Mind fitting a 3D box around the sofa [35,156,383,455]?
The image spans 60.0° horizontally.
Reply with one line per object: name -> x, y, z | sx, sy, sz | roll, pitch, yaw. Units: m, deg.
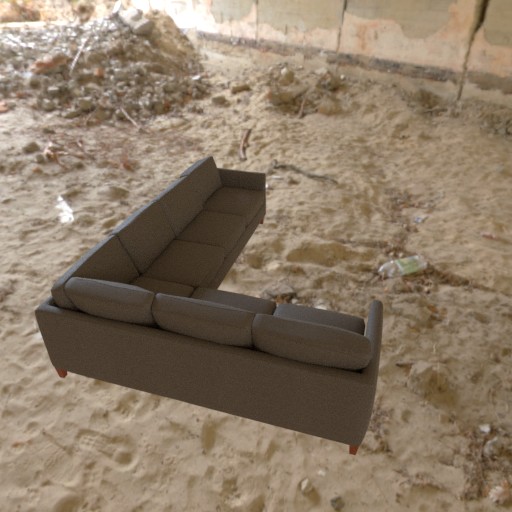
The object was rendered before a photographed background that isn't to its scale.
sofa -> 0.000, 0.000, 4.499 | 2.593, 0.947, 3.302 | 9, 33, 14
